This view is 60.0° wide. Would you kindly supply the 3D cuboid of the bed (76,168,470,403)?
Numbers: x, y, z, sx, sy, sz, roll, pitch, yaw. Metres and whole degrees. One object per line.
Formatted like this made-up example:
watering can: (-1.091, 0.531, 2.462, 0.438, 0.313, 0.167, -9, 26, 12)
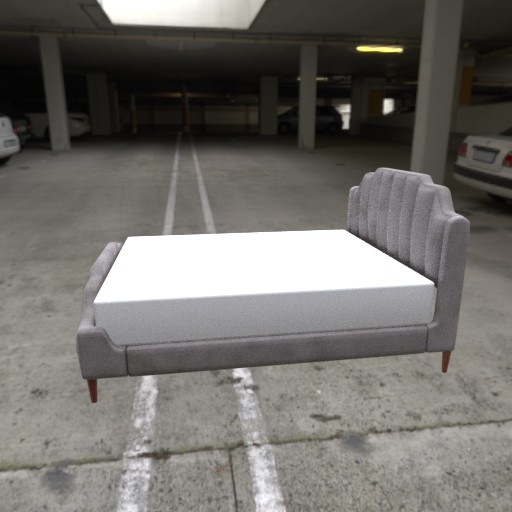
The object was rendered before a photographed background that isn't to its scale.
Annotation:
bed: (0.000, 0.000, 3.357, 2.340, 1.245, 1.676, -2, 15, -9)
